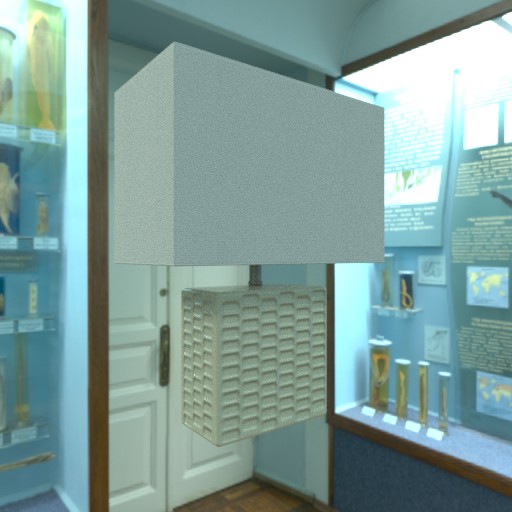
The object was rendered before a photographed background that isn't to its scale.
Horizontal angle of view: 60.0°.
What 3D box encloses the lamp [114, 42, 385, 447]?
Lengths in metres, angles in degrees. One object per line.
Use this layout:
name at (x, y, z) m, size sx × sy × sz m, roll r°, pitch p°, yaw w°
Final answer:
lamp at (0.000, 0.000, 0.696) m, size 0.380 × 0.515 × 0.200 m, roll 0°, pitch 0°, yaw -37°
